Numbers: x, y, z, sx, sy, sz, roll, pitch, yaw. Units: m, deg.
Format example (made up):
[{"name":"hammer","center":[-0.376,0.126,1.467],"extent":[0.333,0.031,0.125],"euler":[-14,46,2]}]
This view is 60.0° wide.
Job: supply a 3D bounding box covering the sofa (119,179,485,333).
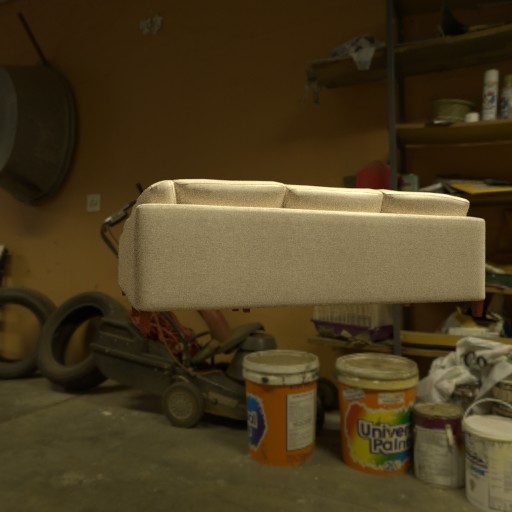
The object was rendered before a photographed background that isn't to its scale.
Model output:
[{"name":"sofa","center":[0.000,0.000,4.452],"extent":[2.593,0.947,3.302],"euler":[0,-1,-19]}]
